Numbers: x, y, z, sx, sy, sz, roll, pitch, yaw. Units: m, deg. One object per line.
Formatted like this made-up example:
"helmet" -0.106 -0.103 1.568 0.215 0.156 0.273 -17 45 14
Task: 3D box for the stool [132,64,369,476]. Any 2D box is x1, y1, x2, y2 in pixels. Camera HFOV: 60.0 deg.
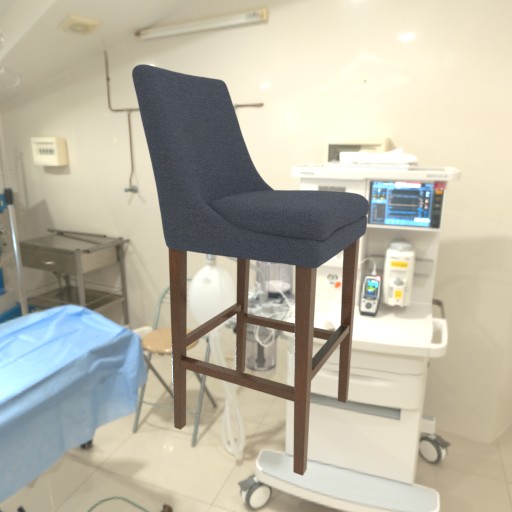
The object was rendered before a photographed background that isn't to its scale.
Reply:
"stool" 0.000 0.000 1.361 0.577 1.078 0.470 8 17 27
